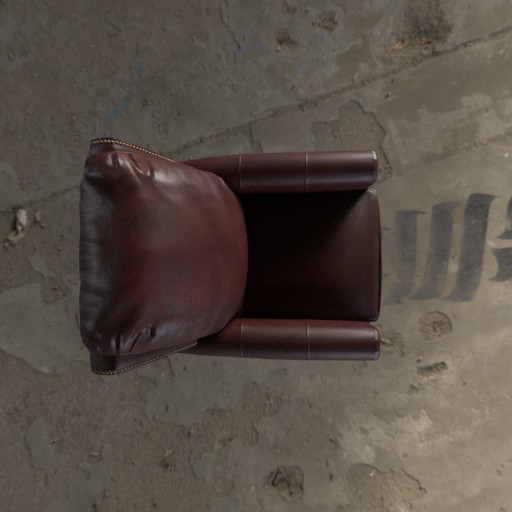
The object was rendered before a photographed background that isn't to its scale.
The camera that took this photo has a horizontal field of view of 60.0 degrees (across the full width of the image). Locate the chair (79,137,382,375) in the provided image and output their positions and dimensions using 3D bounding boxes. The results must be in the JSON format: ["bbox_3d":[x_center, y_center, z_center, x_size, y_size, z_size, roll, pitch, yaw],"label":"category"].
[{"bbox_3d":[0.000,0.000,1.806,1.089,1.022,0.826,0,89,0],"label":"chair"}]
